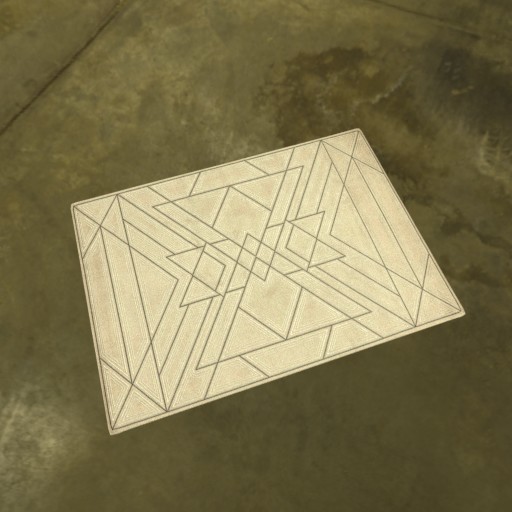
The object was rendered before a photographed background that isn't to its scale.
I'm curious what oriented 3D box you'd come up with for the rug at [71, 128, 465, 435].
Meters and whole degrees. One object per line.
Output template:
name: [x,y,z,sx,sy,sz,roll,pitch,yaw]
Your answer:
rug: [0.000,0.000,4.462,3.381,0.026,2.436,-17,65,-8]
